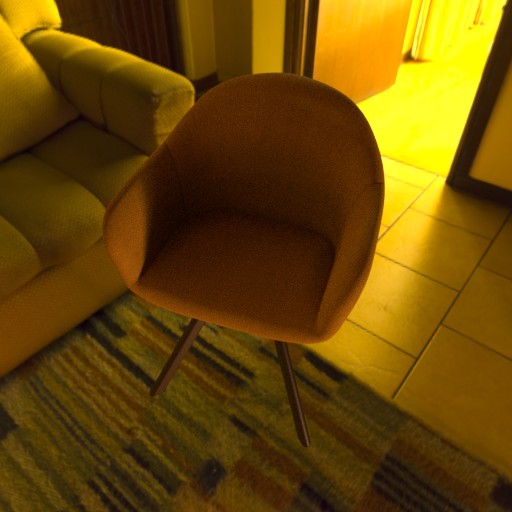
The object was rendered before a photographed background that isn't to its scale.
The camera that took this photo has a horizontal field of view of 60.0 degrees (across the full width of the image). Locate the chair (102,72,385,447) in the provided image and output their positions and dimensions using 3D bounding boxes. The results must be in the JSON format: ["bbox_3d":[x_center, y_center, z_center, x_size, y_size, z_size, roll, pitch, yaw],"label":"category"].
[{"bbox_3d":[0.000,0.000,1.185,0.590,0.795,0.550,13,44,14],"label":"chair"}]
